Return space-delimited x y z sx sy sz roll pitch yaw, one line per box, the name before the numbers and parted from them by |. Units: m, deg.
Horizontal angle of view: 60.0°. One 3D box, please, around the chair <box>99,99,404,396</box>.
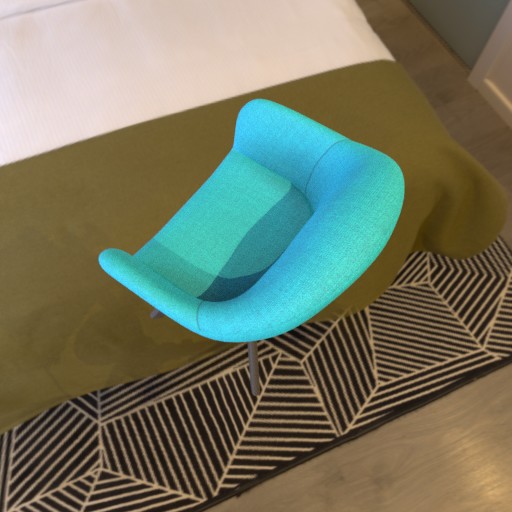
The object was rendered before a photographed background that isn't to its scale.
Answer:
chair | 0.000 0.000 1.177 0.550 0.795 0.590 33 69 15
